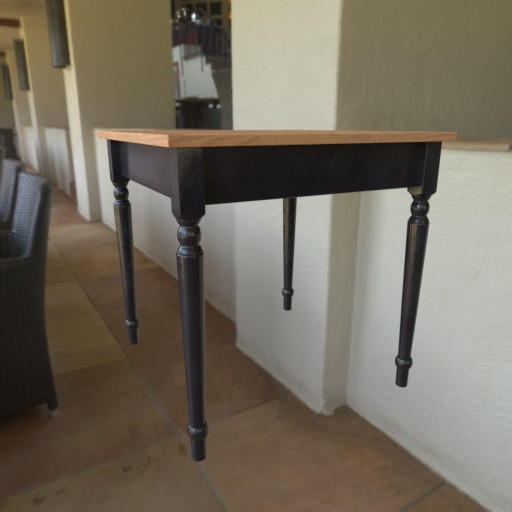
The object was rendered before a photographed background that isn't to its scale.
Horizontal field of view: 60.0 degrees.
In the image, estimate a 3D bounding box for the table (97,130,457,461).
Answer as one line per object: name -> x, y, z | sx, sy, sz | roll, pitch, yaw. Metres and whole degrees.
table -> 0.000, 0.000, 1.363 | 0.747, 0.738, 0.747 | -9, 18, -27
